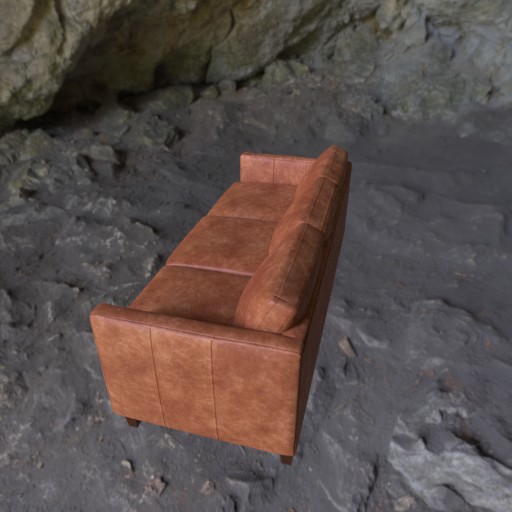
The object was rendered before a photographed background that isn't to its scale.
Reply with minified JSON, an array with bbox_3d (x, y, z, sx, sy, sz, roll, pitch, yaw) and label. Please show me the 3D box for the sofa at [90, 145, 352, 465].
[{"bbox_3d":[0.000,0.000,3.049,1.045,1.006,2.464,8,32,13],"label":"sofa"}]
